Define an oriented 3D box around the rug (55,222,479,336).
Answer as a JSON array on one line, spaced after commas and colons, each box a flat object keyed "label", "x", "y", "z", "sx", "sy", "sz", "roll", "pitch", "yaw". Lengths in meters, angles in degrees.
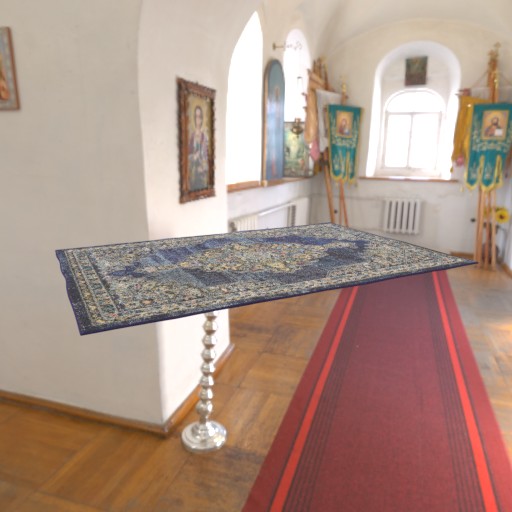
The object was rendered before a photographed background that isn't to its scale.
[{"label": "rug", "x": 0.000, "y": 0.000, "z": 2.218, "sx": 1.781, "sy": 0.012, "sz": 1.184, "roll": -7, "pitch": 16, "yaw": -26}]
